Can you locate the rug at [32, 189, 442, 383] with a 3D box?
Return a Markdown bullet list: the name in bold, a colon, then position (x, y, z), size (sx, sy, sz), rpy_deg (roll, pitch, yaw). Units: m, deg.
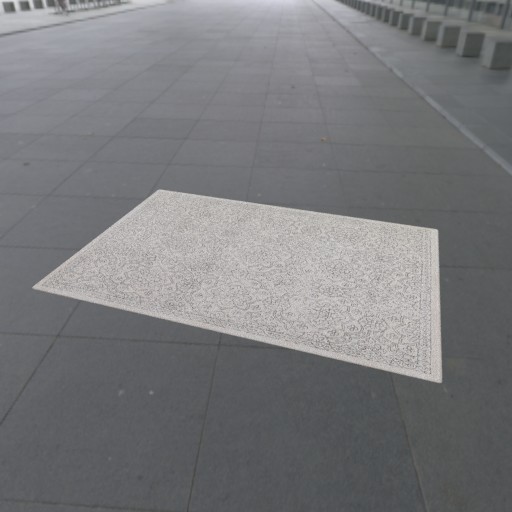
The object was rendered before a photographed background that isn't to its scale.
- **rug**: position (0.000, 0.000, 2.922), size (2.286, 0.011, 1.524), rpy_deg (10, 33, 16)
